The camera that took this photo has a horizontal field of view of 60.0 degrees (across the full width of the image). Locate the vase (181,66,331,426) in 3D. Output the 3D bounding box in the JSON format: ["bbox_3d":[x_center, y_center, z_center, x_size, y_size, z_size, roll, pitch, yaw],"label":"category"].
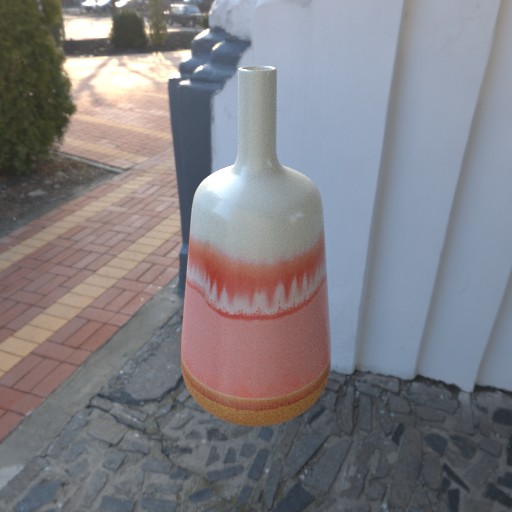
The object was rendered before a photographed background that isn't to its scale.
[{"bbox_3d":[0.000,0.000,0.377,0.144,0.296,0.144,0,30,0],"label":"vase"}]
